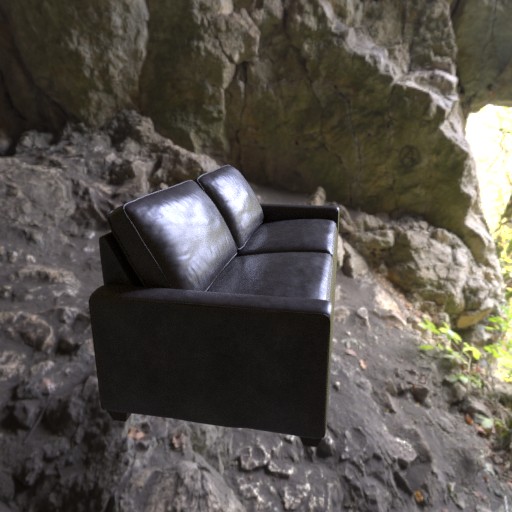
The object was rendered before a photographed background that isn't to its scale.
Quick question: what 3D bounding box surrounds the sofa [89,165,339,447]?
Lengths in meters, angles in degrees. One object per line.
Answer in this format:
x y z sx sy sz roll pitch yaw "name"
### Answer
0.000 0.000 2.611 0.939 0.916 2.081 3 17 10 "sofa"
